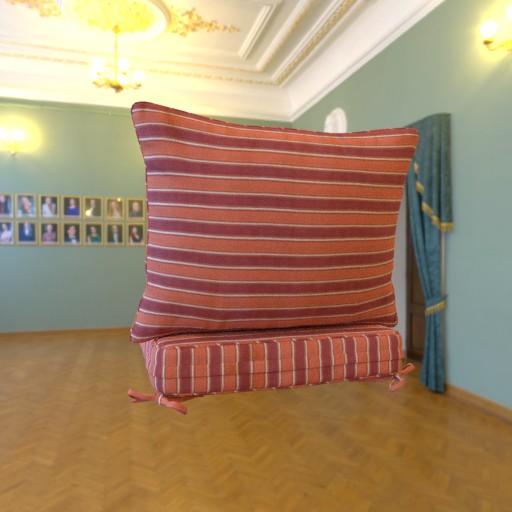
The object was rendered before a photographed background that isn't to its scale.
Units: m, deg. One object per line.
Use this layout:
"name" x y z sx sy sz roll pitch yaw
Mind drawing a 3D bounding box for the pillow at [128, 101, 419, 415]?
"pillow" 0.000 0.000 1.407 0.799 0.723 0.733 0 0 -18
